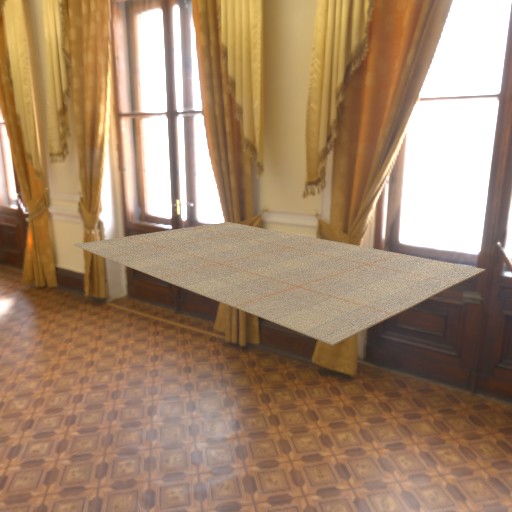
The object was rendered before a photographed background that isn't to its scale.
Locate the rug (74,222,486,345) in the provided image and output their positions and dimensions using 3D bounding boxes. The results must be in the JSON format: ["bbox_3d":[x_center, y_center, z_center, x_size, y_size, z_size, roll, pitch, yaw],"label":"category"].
[{"bbox_3d":[0.000,0.000,3.034,1.527,0.016,2.442,-13,19,-42],"label":"rug"}]
